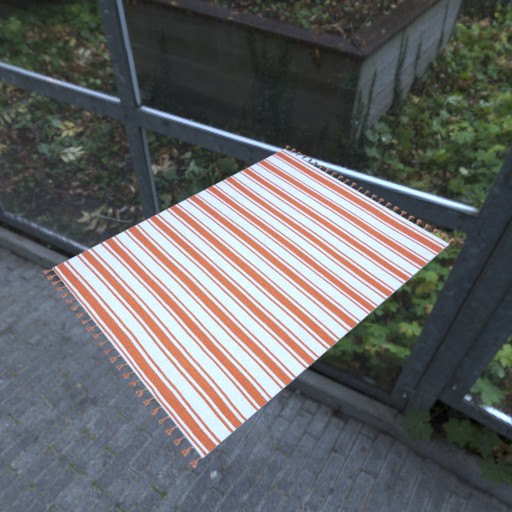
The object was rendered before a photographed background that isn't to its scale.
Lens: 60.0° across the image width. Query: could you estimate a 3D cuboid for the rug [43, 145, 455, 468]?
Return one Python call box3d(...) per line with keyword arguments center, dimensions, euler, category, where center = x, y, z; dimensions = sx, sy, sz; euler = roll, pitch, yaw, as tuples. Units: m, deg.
box3d(center=(0.000, 0.000, 4.449), dimensions=(3.369, 0.035, 2.451), euler=(-33, 54, -28), category="rug")
